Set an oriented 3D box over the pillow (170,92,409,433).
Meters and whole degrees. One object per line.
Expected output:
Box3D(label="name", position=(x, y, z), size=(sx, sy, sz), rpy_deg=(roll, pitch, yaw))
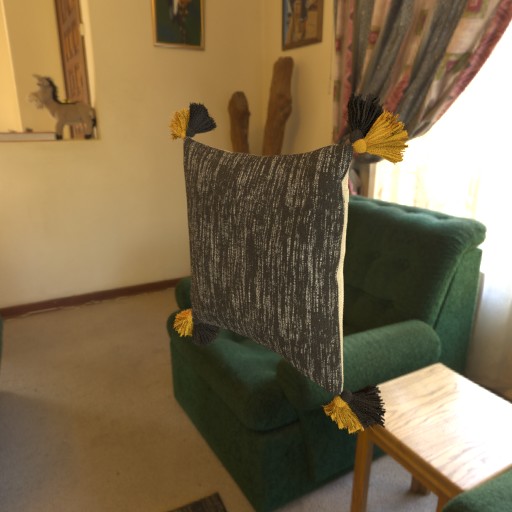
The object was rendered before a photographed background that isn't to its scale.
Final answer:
Box3D(label="pillow", position=(0.000, 0.000, 0.964), size=(0.139, 0.659, 0.654), rpy_deg=(-17, 24, -42))
